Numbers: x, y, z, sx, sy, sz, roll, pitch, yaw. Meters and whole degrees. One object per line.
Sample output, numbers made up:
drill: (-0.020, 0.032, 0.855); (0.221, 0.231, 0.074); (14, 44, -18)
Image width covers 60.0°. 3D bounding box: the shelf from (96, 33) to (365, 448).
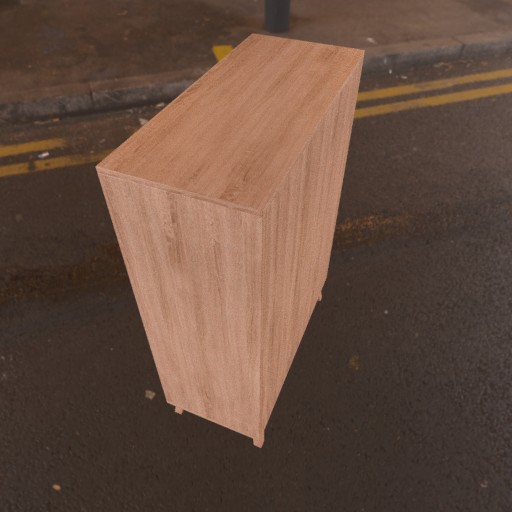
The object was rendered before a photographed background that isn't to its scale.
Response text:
shelf: (0.000, 0.000, 1.856); (0.450, 1.390, 1.000); (16, 48, 16)
